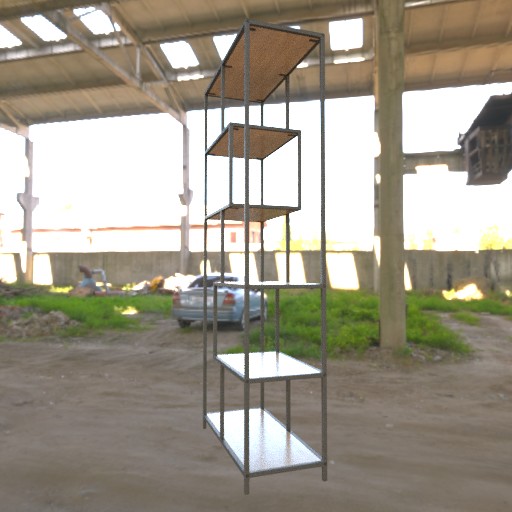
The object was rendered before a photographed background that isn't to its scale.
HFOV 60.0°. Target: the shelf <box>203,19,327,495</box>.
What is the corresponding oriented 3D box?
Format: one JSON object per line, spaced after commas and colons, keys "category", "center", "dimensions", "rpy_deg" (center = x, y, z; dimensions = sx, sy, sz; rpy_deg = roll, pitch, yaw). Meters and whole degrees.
{"category": "shelf", "center": [0.000, 0.000, 2.139], "dimensions": [0.350, 1.850, 0.770], "rpy_deg": [1, -2, -19]}
